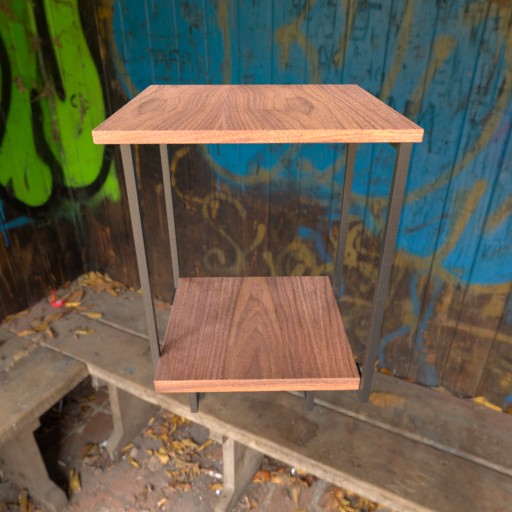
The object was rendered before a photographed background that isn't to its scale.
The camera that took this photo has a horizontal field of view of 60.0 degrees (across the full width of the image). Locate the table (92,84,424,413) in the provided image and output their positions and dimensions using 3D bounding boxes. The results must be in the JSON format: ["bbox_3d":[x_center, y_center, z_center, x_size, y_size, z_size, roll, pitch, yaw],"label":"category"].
[{"bbox_3d":[0.000,0.000,0.851,0.411,0.567,0.384,-1,29,-1],"label":"table"}]
